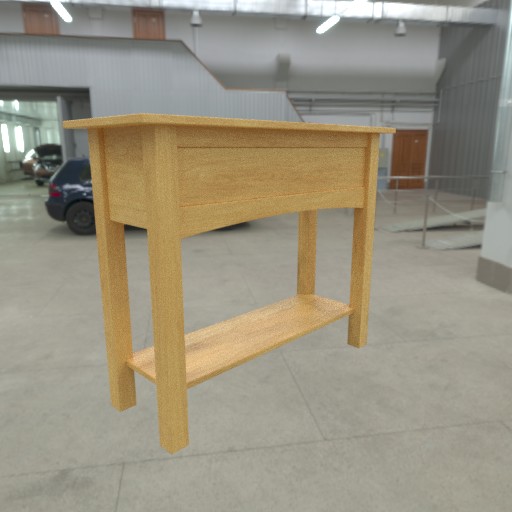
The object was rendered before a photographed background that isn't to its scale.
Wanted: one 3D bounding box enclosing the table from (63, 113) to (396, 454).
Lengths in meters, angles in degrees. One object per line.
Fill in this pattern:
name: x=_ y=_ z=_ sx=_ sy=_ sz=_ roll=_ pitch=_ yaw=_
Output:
table: x=0.000 y=0.000 z=1.281 sx=0.900 sy=0.728 sz=0.340 roll=-13 pitch=19 yaw=-43
